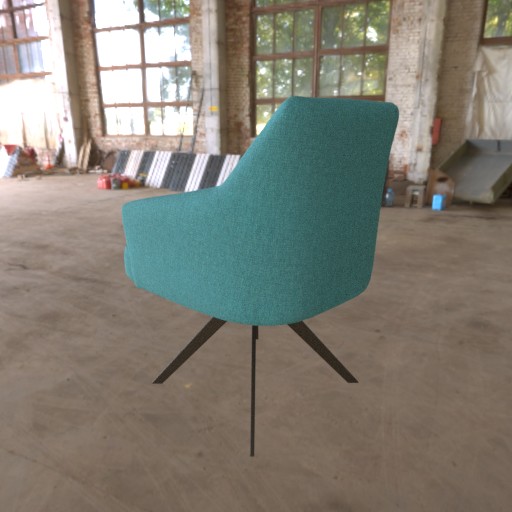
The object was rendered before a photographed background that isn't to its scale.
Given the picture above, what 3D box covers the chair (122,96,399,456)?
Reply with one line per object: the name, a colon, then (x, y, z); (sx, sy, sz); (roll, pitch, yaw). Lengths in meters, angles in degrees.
chair: (0.000, 0.000, 1.340); (0.642, 0.874, 0.677); (-16, 23, -42)
